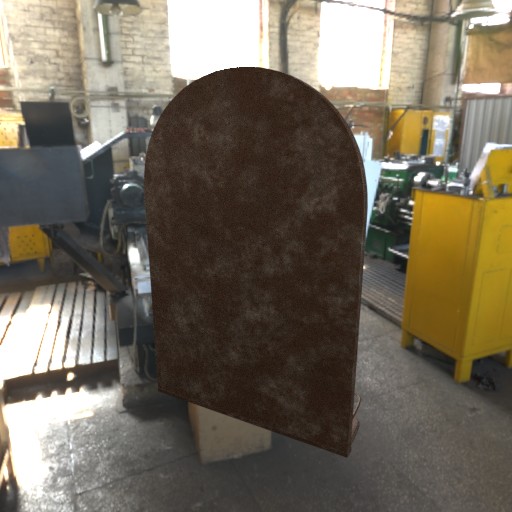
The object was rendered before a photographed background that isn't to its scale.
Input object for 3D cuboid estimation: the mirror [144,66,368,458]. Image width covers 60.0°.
[{"bbox_3d":[0.000,0.000,0.989,0.510,0.770,0.137,9,18,27],"label":"mirror"}]
